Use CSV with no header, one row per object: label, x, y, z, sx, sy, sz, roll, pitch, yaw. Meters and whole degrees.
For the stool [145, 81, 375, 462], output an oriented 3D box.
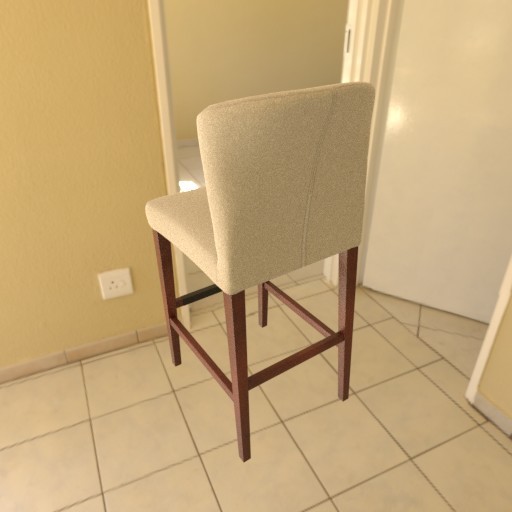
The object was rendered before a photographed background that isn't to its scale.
stool,0.000,0.000,1.366,0.479,1.069,0.568,-19,36,-29
